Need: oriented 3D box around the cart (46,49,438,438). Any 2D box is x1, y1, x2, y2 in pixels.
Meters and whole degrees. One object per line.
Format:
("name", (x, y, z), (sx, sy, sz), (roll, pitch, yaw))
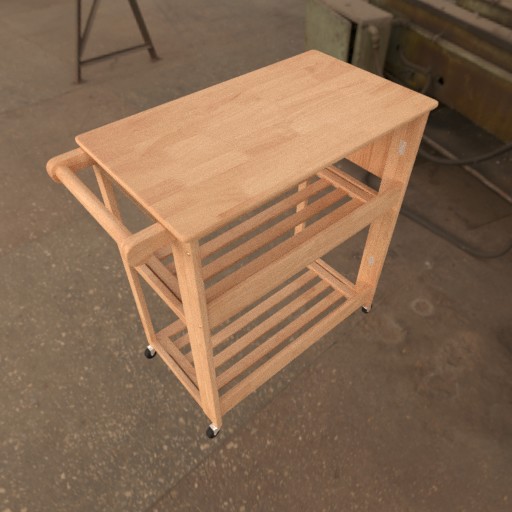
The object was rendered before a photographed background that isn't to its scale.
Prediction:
("cart", (0.000, 0.000, 1.329), (0.853, 0.879, 0.432), (-32, 54, -27))
